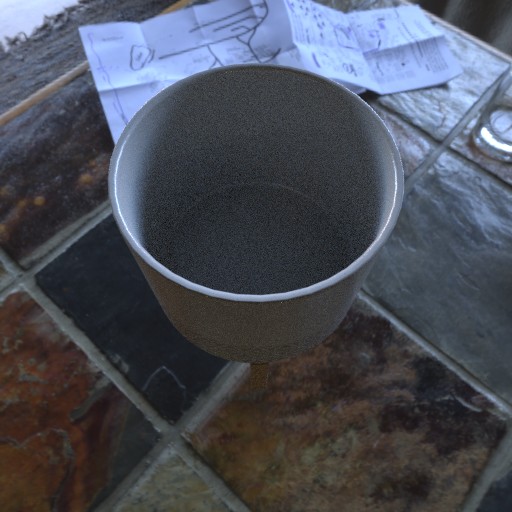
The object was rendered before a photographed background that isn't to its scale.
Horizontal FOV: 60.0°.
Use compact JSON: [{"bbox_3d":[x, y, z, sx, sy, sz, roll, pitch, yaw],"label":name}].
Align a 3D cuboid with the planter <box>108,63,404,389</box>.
[{"bbox_3d":[0.000,0.000,0.528,0.249,0.343,0.249,0,63,0],"label":"planter"}]
